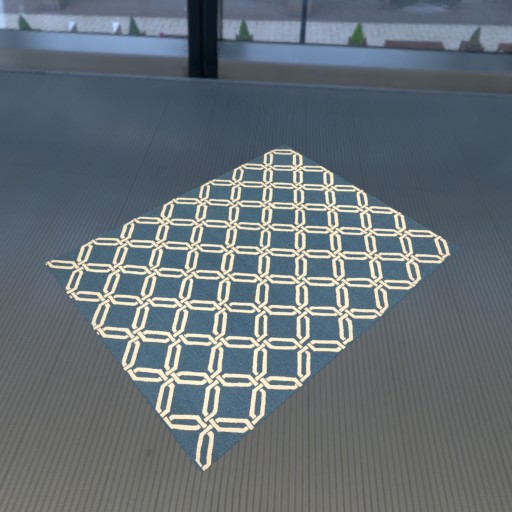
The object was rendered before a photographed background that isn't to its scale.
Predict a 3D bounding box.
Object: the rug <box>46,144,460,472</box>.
[{"bbox_3d":[0.000,0.000,3.887,2.867,0.020,2.277,-33,54,-27],"label":"rug"}]
